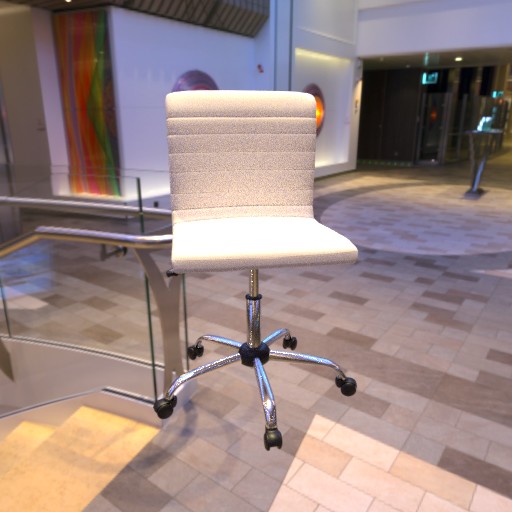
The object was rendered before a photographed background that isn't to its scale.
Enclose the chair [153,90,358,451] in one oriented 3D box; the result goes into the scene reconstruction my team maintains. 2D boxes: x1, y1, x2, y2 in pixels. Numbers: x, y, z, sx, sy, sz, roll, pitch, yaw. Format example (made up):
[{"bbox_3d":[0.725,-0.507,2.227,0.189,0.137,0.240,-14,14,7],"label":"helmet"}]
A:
[{"bbox_3d":[0.000,0.000,1.048,0.520,0.750,0.455,-3,18,-10],"label":"chair"}]
